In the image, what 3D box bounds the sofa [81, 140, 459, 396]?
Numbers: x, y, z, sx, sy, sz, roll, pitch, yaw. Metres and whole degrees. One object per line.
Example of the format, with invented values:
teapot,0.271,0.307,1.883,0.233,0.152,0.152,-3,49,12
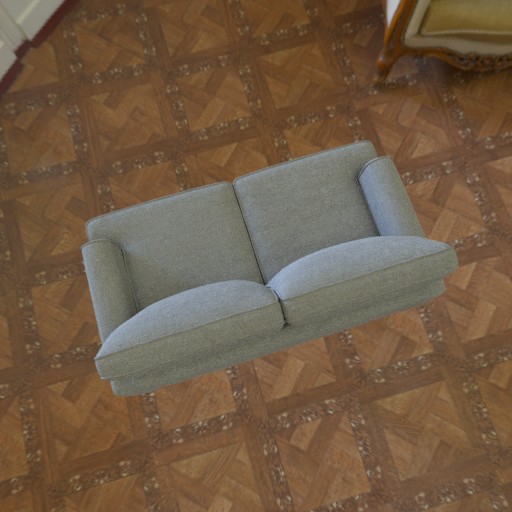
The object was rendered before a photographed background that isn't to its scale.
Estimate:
sofa,0.000,0.000,2.268,1.651,0.965,0.965,-17,76,-4
